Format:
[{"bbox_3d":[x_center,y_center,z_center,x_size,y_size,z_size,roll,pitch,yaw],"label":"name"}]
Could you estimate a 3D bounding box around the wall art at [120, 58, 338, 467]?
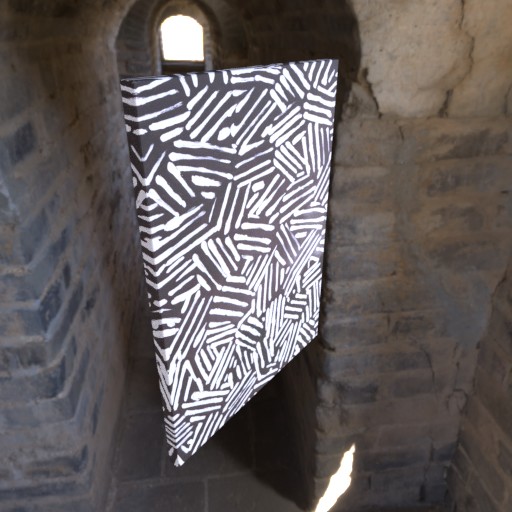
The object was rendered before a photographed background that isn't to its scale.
[{"bbox_3d":[0.000,0.000,1.291,0.038,1.017,0.765,19,33,33],"label":"wall art"}]
